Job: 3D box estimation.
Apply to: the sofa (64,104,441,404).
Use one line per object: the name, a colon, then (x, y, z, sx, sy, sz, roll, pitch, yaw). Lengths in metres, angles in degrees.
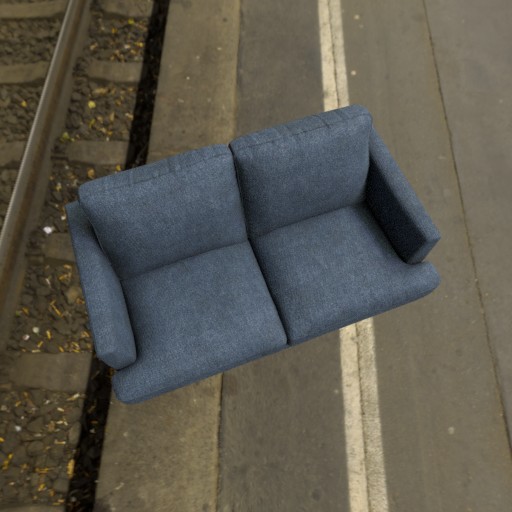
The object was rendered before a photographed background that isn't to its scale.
sofa: (0.000, 0.000, 2.157, 1.582, 0.944, 0.903, -18, 66, -9)
